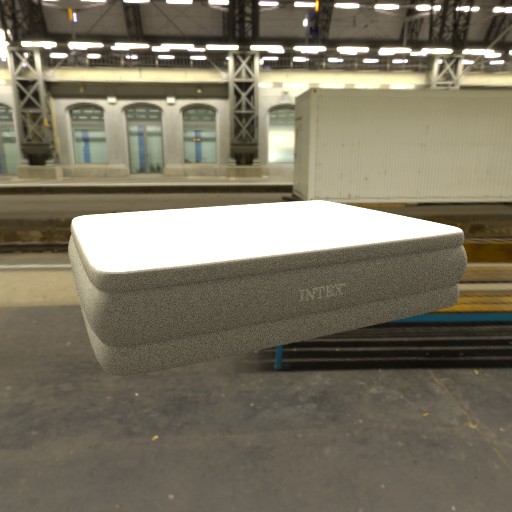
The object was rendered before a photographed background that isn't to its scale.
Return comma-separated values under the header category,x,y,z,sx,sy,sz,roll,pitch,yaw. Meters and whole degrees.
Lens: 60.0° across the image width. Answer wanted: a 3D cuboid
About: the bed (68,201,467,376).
category,x,y,z,sx,sy,sz,roll,pitch,yaw
bed,0.000,0.000,2.665,2.036,0.460,1.520,-7,16,-25
